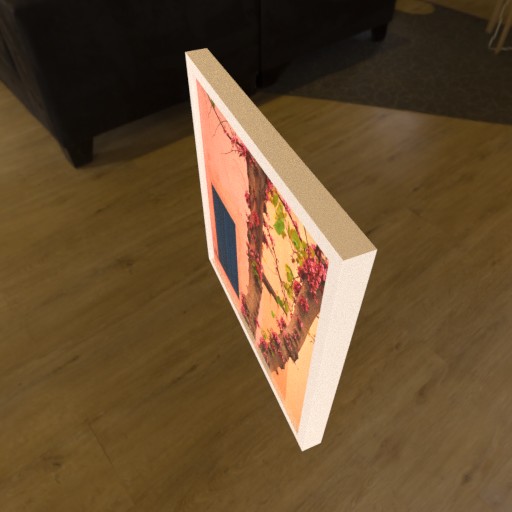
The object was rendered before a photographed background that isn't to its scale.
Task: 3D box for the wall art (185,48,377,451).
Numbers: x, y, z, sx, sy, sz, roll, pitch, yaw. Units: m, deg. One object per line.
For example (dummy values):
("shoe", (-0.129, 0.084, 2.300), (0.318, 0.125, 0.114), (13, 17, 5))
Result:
("wall art", (0.000, 0.000, 0.769), (0.038, 0.508, 0.507), (-17, 50, -15))
